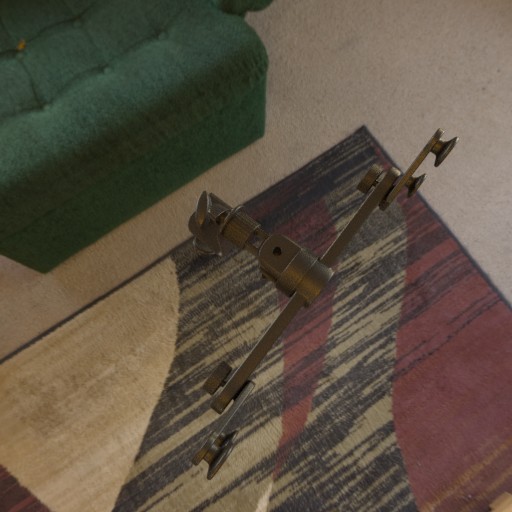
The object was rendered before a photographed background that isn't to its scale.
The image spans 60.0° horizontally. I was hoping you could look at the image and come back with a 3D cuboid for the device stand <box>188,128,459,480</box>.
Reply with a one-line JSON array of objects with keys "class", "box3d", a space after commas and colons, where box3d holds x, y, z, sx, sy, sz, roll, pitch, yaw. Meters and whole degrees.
[{"class": "device stand", "box3d": [0.000, 0.000, 0.358, 0.142, 0.166, 0.270, 37, 78, 9]}]
